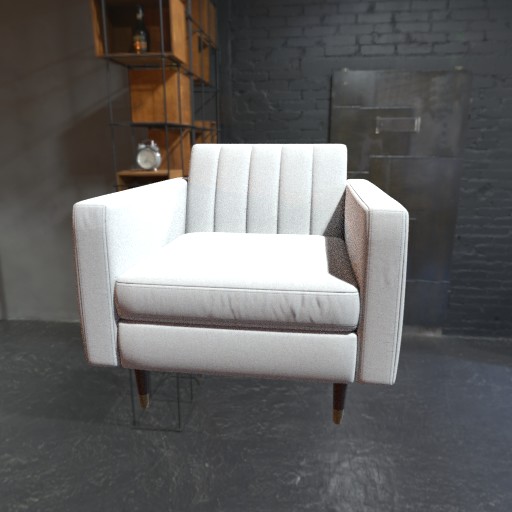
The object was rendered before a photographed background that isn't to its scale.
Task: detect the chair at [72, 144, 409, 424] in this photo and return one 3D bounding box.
[{"bbox_3d":[0.000,0.000,1.674,0.953,0.819,0.998,2,14,8],"label":"chair"}]
